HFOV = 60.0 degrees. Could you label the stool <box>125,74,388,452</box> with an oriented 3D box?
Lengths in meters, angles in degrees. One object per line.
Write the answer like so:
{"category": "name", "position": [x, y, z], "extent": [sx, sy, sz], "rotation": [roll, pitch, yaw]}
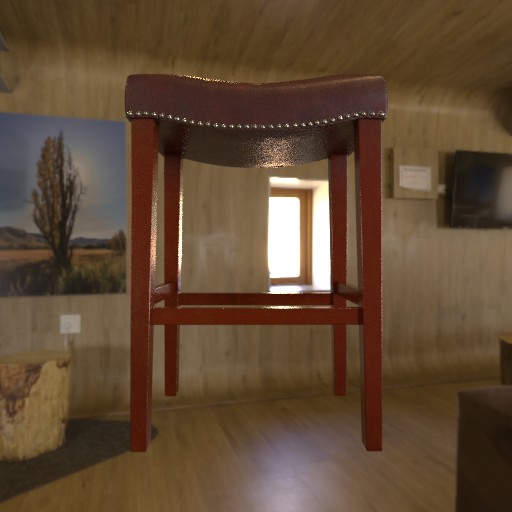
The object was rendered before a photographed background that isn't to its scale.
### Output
{"category": "stool", "position": [0.000, 0.000, 1.019], "extent": [0.504, 0.742, 0.372], "rotation": [0, 0, 0]}
